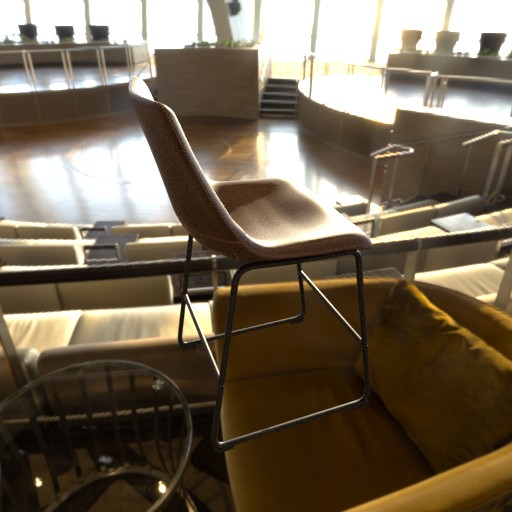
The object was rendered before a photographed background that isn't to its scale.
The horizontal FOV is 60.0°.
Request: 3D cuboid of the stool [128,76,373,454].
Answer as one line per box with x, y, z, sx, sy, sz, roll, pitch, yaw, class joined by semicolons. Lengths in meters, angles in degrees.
0.000;0.000;1.201;0.550;0.890;0.460;-10;31;-18;stool
